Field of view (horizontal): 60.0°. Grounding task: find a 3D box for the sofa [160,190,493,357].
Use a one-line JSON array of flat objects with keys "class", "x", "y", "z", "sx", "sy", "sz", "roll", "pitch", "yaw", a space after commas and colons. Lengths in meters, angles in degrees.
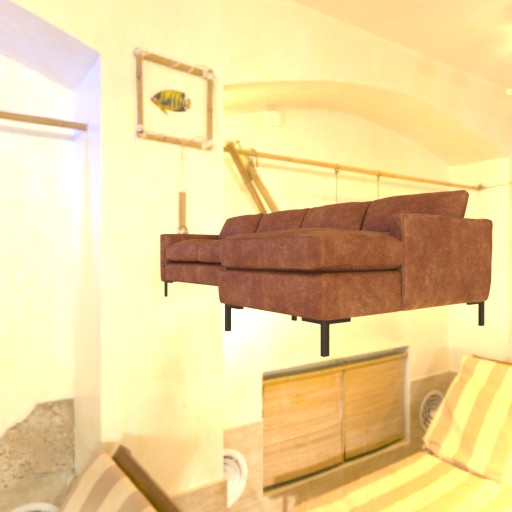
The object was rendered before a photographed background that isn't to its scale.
[{"class": "sofa", "x": 0.000, "y": 0.000, "z": 3.505, "sx": 1.471, "sy": 0.859, "sz": 2.993, "roll": 0, "pitch": 0, "yaw": -36}]
